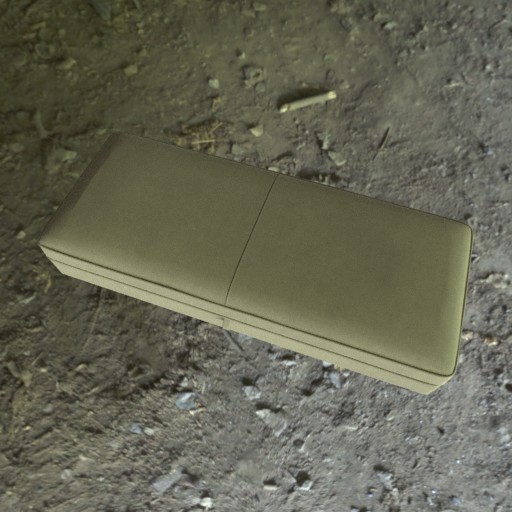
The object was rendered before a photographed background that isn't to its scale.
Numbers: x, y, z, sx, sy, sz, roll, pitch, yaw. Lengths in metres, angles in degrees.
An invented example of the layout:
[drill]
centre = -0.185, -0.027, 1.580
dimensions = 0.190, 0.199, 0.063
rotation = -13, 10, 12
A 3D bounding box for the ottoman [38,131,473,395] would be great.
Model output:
[ottoman]
centre = 0.000, 0.000, 1.984
dimensions = 1.726, 0.460, 0.735
rotation = 17, 61, 10
